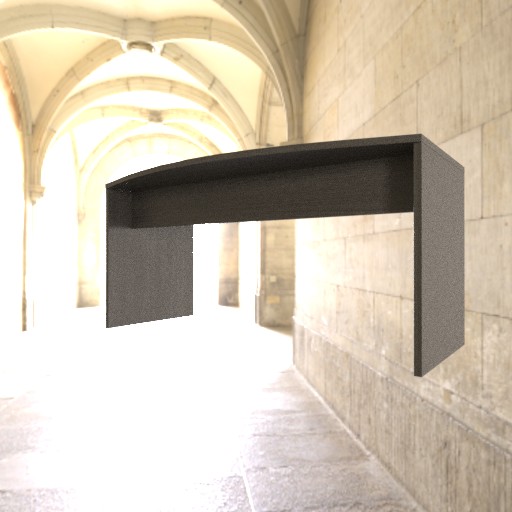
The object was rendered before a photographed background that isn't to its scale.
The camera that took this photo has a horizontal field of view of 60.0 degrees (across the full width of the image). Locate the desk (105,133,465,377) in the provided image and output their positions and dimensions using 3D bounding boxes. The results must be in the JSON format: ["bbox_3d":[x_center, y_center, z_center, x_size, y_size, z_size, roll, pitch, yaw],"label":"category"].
[{"bbox_3d":[0.000,0.000,2.022,1.600,0.750,0.802,0,0,36],"label":"desk"}]
